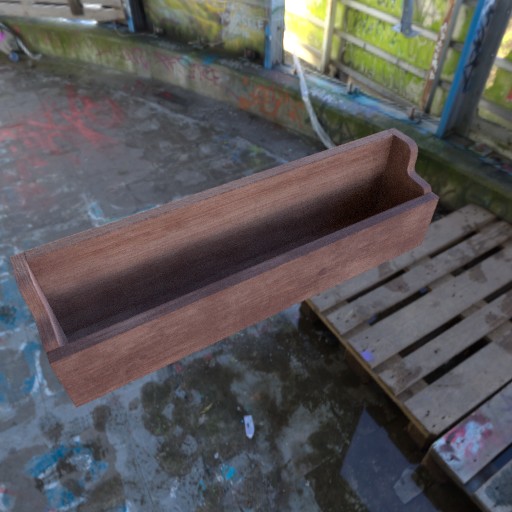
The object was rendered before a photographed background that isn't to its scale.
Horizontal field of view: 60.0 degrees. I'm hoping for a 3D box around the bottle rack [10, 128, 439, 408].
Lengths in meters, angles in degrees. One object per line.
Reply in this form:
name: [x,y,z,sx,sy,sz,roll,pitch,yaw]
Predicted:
bottle rack: [0.000,0.000,0.668,0.608,0.196,0.126,-22,49,-21]
